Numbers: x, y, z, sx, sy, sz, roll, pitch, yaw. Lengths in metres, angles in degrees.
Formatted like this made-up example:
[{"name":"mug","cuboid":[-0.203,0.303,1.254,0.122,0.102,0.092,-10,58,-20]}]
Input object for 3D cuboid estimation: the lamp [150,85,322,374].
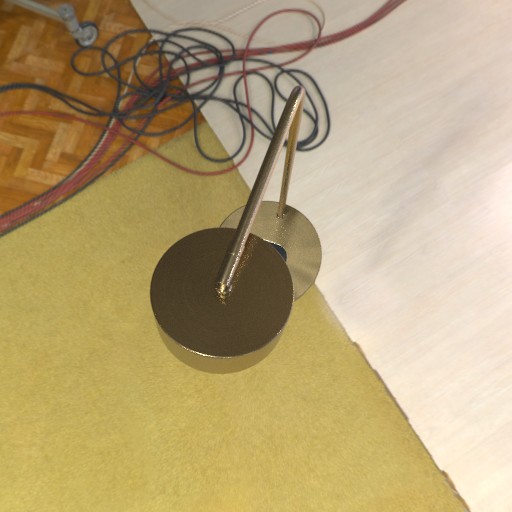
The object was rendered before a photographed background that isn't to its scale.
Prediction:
[{"name":"lamp","cuboid":[0.000,0.000,0.516,0.171,0.380,0.270,19,77,5]}]
